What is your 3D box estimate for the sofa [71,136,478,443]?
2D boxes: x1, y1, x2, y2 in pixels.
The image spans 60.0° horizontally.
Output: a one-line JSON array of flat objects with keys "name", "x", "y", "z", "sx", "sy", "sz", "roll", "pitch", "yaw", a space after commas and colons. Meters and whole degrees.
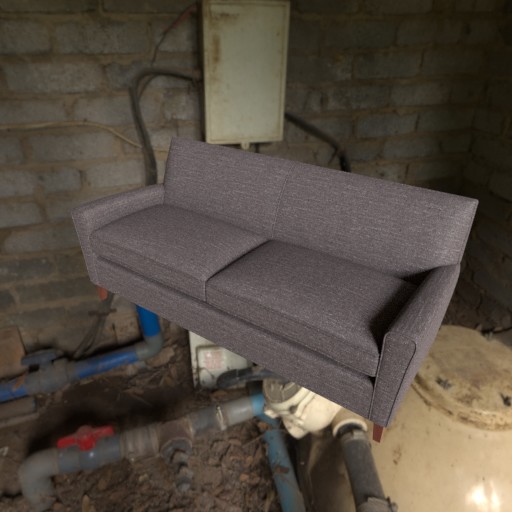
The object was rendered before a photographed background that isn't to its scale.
[{"name": "sofa", "x": 0.000, "y": 0.000, "z": 2.410, "sx": 1.976, "sy": 0.846, "sz": 0.875, "roll": 19, "pitch": 35, "yaw": 30}]
